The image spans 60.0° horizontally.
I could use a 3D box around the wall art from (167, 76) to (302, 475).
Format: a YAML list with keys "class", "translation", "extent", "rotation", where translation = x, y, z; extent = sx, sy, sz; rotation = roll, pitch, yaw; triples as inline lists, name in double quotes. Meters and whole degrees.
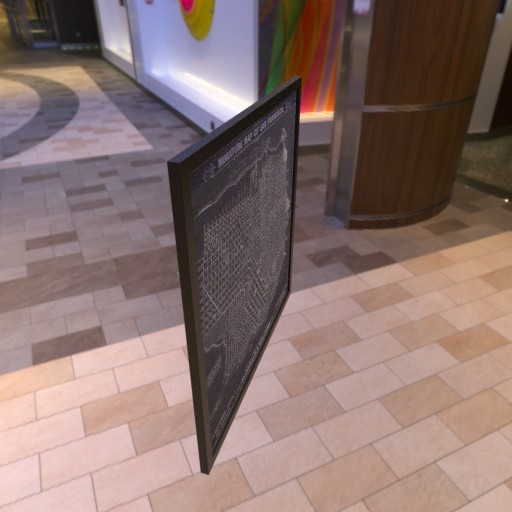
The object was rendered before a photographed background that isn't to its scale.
- class: "wall art"
  translation: [0.000, 0.000, 1.222]
  extent: [0.022, 0.807, 0.807]
  rotation: [10, 33, 16]
